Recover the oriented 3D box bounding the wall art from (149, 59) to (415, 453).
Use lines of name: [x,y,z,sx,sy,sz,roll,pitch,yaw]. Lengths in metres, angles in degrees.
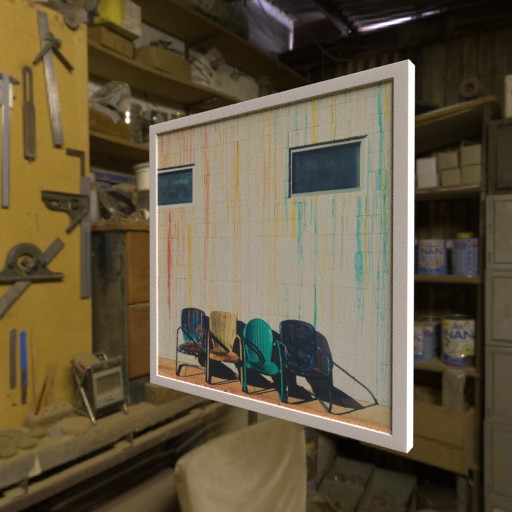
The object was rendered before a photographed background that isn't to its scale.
wall art: [0.000,0.000,1.098,0.760,0.760,0.036,1,1,37]
